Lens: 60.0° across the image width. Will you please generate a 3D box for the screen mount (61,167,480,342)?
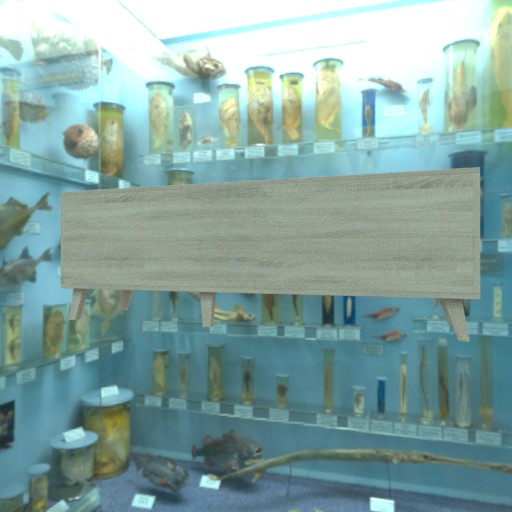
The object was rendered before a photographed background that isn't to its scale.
[{"bbox_3d":[0.000,0.000,1.708,1.500,0.510,0.400,0,0,19],"label":"screen mount"}]
